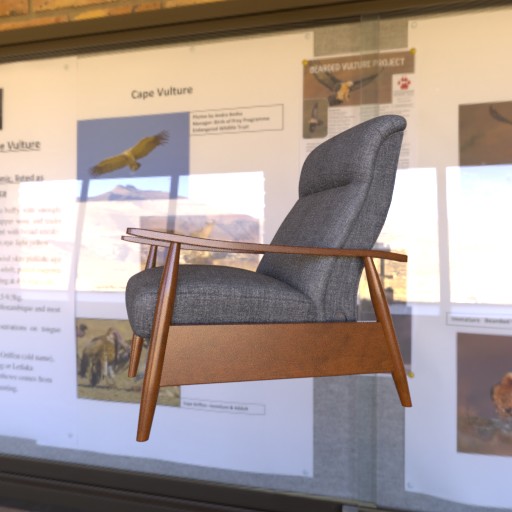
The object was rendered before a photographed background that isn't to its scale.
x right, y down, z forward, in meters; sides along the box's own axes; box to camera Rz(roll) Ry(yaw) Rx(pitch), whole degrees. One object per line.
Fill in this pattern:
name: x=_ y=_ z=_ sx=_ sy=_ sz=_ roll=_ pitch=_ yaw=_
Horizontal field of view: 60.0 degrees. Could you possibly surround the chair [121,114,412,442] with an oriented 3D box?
chair: x=0.000 y=0.000 z=1.793 sx=1.030 sy=1.082 sz=0.762 roll=0 pitch=1 yaw=-18
